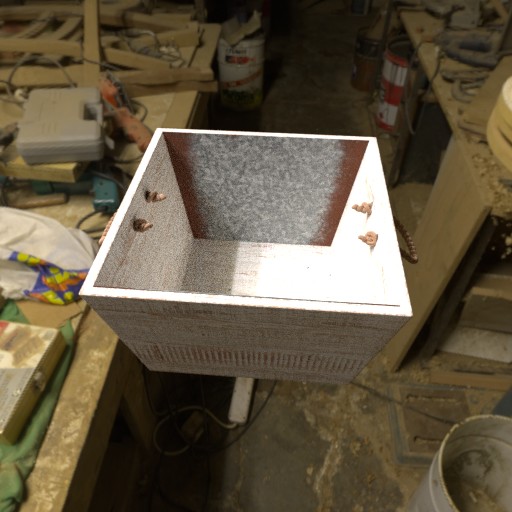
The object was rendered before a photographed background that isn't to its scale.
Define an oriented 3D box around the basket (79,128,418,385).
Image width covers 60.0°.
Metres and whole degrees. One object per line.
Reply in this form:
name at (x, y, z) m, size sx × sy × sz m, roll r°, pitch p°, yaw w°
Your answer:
basket at (0.000, 0.000, 0.776) m, size 0.545 × 0.247 × 0.413 m, roll 3°, pitch 45°, yaw 3°
